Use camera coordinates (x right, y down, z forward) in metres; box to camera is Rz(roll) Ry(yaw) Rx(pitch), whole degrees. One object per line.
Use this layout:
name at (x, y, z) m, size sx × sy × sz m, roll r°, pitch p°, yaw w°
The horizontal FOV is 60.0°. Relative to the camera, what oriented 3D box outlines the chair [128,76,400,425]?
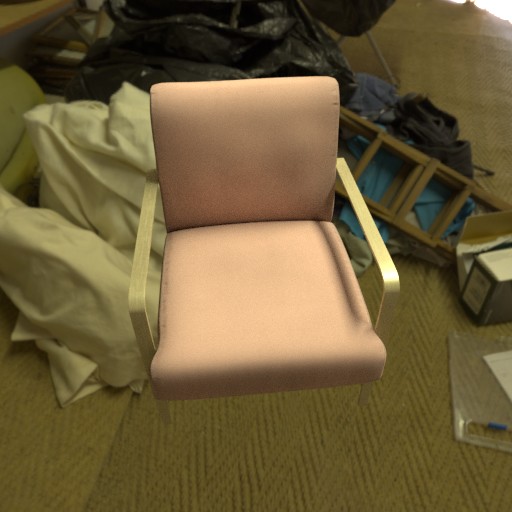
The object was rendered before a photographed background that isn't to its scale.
chair at (0.000, 0.000, 1.454) m, size 0.701 × 0.823 × 0.848 m, roll -4°, pitch 47°, yaw -4°
